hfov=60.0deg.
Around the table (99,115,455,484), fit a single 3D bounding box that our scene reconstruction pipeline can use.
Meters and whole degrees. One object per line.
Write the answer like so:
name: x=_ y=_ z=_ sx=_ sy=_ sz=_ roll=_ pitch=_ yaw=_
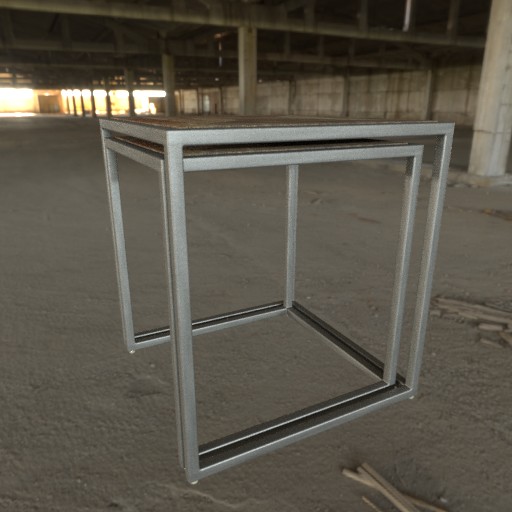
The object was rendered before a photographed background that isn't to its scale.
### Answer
table: x=0.000 y=0.000 z=0.844 sx=0.449 sy=0.500 sz=0.450 roll=-10 pitch=21 yaw=-26
